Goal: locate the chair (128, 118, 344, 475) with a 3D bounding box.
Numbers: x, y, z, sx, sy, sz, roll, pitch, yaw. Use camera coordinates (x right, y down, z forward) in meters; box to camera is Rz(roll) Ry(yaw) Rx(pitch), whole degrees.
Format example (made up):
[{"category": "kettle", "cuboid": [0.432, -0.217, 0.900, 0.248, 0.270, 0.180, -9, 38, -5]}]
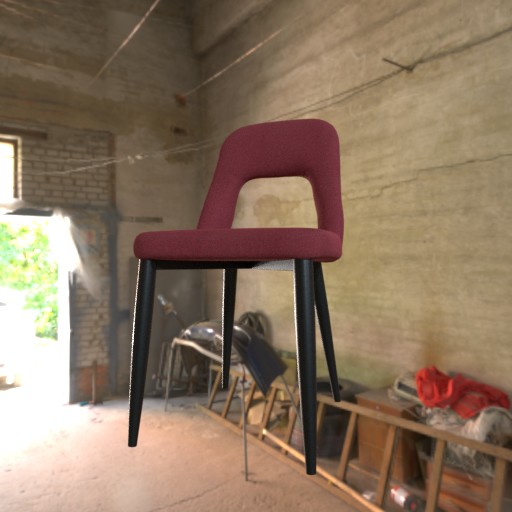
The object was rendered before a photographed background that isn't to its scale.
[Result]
[{"category": "chair", "cuboid": [0.000, 0.000, 1.213, 0.483, 0.892, 0.569, 0, -1, 19]}]
